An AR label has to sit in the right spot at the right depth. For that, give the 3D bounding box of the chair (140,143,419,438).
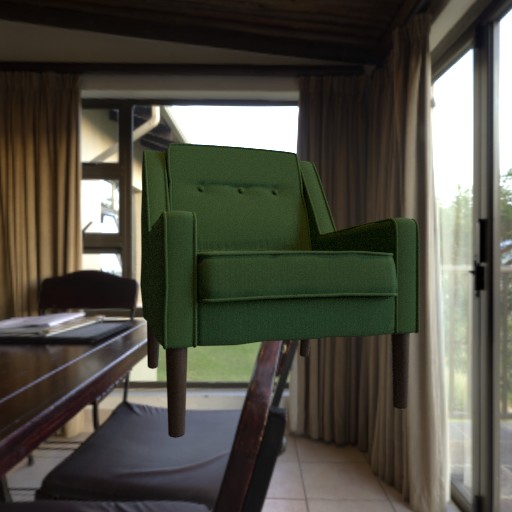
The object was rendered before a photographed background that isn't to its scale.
[{"bbox_3d":[0.000,0.000,1.360,0.663,0.792,0.743,0,0,-18],"label":"chair"}]
